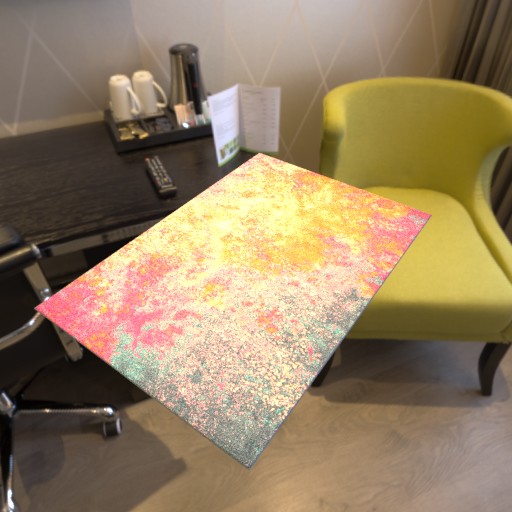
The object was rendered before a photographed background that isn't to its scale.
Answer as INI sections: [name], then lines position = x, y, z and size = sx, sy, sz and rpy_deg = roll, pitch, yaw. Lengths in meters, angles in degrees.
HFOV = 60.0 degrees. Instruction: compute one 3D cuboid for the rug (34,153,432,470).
[rug]
position = 0.000, 0.000, 3.744
size = 2.007, 0.013, 2.896
rpy_deg = 26, 48, 26
